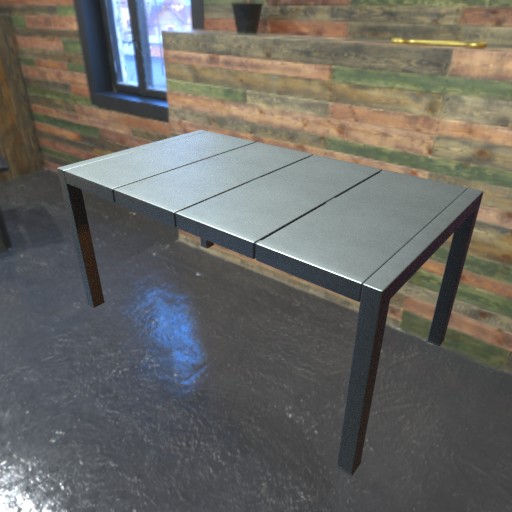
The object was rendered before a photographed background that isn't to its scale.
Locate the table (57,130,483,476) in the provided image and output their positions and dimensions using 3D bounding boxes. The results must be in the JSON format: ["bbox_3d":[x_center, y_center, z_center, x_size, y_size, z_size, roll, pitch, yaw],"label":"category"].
[{"bbox_3d":[0.000,0.000,1.258,0.965,0.460,0.559,22,36,33],"label":"table"}]
